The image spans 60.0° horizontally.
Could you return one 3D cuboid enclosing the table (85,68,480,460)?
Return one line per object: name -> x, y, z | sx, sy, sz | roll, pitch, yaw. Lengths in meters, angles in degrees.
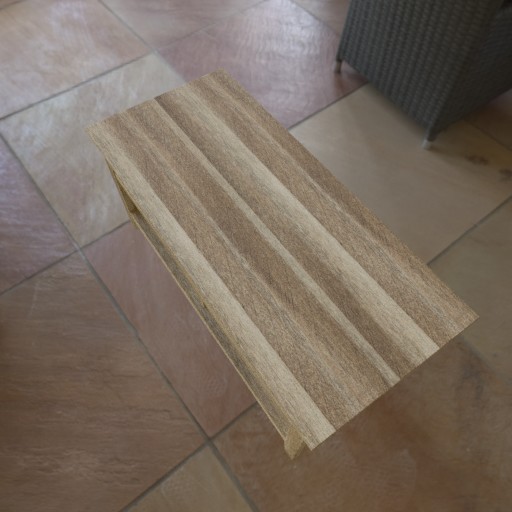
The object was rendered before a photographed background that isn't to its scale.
table -> 0.000, 0.000, 1.382 | 0.493, 0.480, 1.095 | -31, 64, -17
